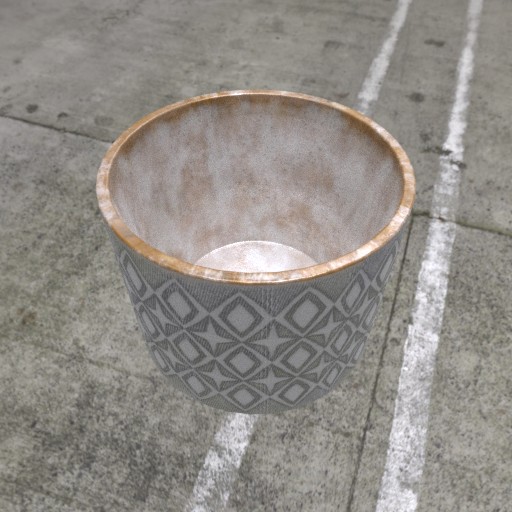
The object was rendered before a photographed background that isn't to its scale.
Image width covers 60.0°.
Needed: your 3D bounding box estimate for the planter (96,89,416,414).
[{"bbox_3d":[0.000,0.000,0.443,0.255,0.223,0.255,0,47,0],"label":"planter"}]
